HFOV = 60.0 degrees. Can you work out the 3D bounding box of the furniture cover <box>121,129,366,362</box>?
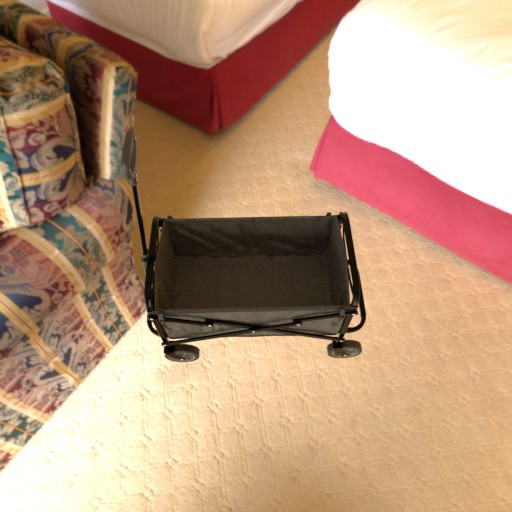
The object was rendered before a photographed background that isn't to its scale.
[{"bbox_3d":[0.000,0.000,1.833,1.038,1.295,0.532,-1,59,-1],"label":"furniture cover"}]
